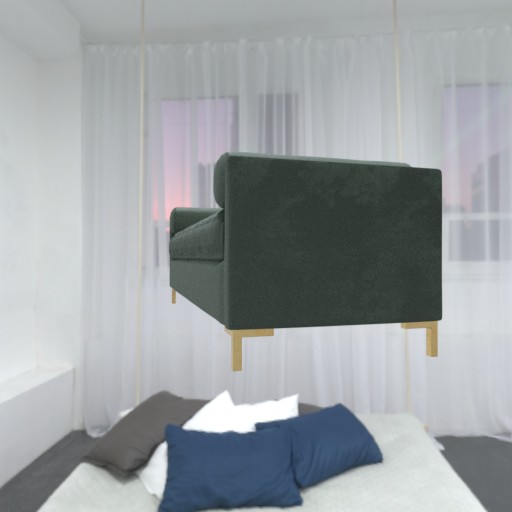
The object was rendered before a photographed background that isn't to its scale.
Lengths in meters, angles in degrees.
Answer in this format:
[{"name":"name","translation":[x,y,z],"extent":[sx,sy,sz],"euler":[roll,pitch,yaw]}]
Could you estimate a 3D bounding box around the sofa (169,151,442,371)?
[{"name":"sofa","translation":[0.000,0.000,2.435],"extent":[0.796,0.705,2.102],"euler":[0,0,-16]}]
